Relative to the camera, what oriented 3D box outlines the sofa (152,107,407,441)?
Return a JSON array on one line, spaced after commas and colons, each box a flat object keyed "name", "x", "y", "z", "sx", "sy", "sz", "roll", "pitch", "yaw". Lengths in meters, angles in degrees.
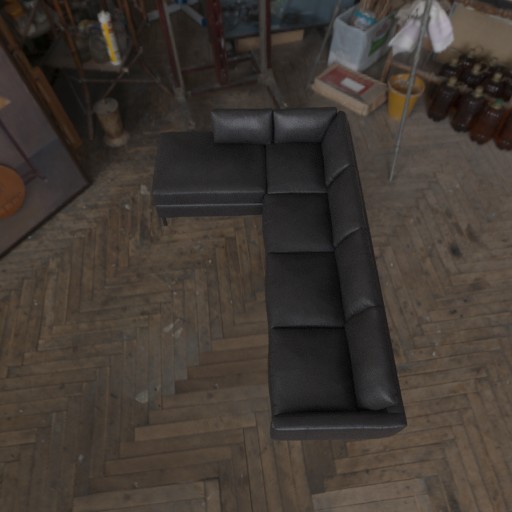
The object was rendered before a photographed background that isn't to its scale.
[{"name": "sofa", "x": 0.000, "y": 0.000, "z": 3.865, "sx": 1.938, "sy": 0.877, "sz": 2.984, "roll": -1, "pitch": 58, "yaw": -1}]
